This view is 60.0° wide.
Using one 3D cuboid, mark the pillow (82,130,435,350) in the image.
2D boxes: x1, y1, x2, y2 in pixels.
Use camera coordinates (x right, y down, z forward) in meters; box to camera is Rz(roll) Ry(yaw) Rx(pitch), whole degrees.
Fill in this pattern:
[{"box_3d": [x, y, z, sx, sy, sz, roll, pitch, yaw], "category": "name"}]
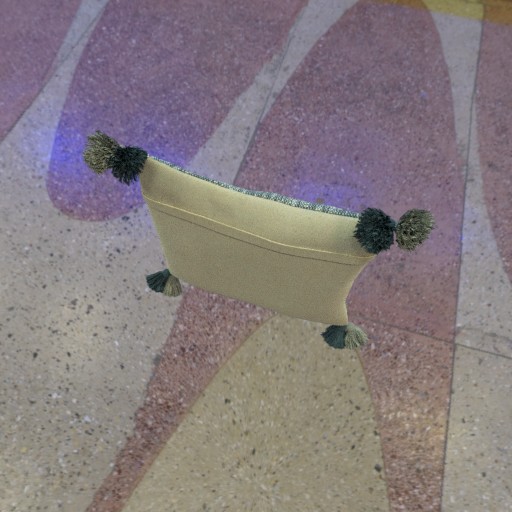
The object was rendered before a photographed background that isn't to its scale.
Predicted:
[{"box_3d": [0.000, 0.000, 0.942, 0.614, 0.634, 0.138, 17, 64, 8], "category": "pillow"}]
